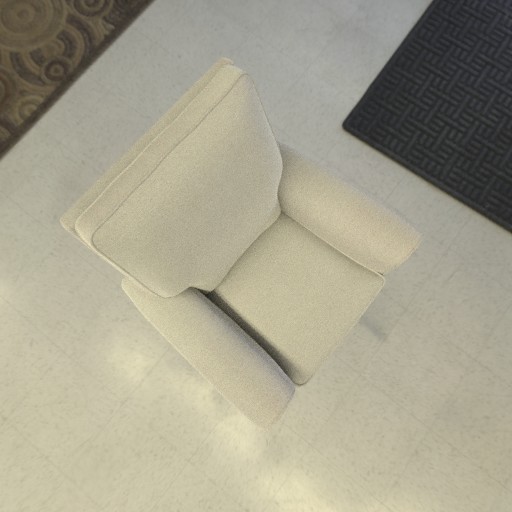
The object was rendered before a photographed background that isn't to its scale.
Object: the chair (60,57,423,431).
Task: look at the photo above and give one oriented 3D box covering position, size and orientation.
[{"bbox_3d":[0.000,0.000,1.624,0.878,0.960,0.890,40,80,9],"label":"chair"}]
